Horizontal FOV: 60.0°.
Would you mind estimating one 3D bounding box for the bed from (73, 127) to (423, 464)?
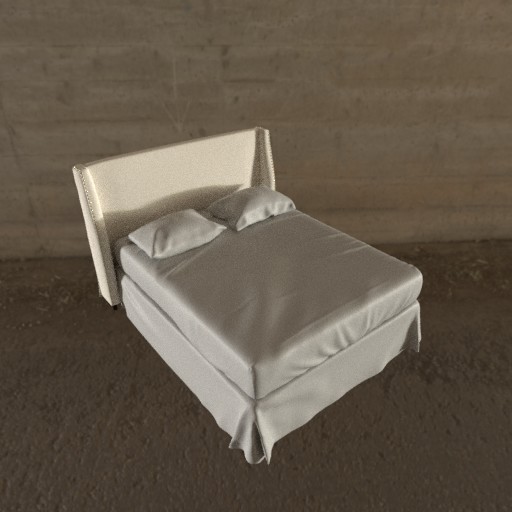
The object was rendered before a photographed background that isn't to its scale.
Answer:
[{"bbox_3d":[0.000,0.000,3.552,1.925,1.332,2.276,-22,37,-32],"label":"bed"}]
